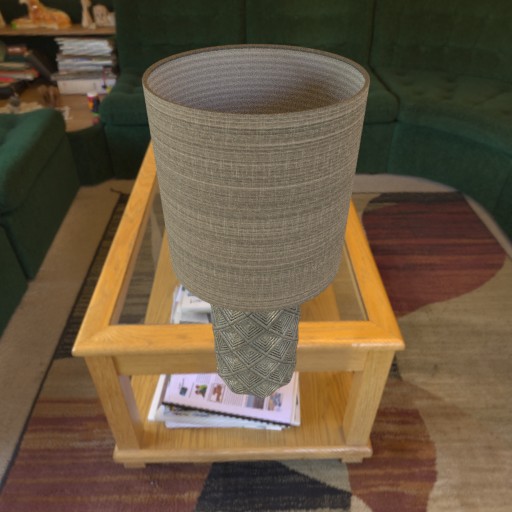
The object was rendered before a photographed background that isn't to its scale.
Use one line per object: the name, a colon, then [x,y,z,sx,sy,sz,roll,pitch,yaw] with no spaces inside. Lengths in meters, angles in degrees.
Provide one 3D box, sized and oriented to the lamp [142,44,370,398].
lamp: [0.000,0.000,0.710,0.268,0.566,0.269,-12,40,-15]
